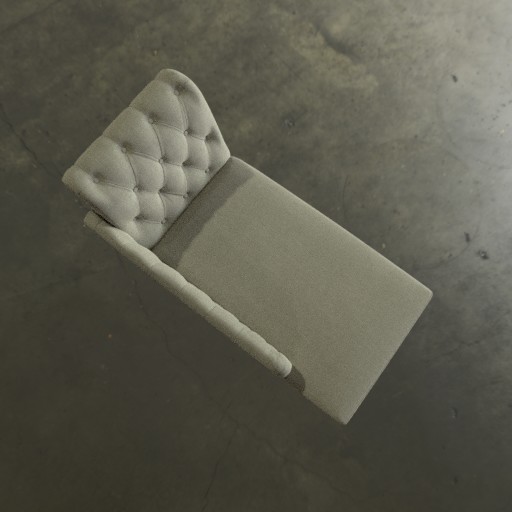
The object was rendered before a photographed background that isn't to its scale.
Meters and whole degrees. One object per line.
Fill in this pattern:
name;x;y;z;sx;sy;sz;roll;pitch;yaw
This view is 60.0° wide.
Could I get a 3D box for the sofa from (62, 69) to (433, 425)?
sofa;0.000;0.000;1.866;1.379;0.787;0.675;37;79;9
